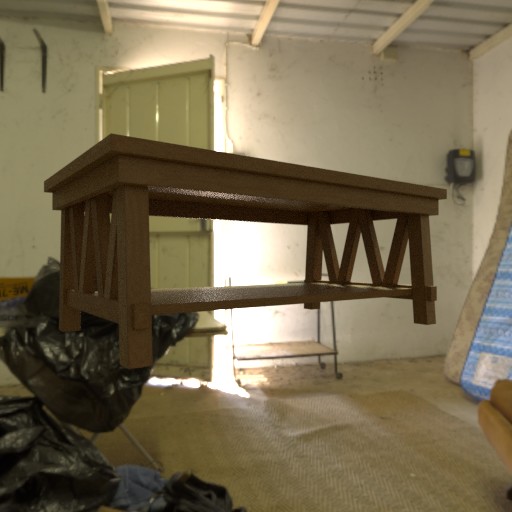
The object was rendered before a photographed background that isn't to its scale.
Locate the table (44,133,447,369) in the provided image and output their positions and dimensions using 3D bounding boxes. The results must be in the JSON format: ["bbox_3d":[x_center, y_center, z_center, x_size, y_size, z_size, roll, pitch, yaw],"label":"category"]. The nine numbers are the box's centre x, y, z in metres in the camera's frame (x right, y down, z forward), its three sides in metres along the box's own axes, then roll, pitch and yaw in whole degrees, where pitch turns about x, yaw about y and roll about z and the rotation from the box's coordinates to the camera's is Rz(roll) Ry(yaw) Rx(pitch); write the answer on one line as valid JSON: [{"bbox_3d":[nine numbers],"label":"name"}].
[{"bbox_3d":[0.000,0.000,1.593,1.270,0.507,0.711,0,-1,-36],"label":"table"}]
